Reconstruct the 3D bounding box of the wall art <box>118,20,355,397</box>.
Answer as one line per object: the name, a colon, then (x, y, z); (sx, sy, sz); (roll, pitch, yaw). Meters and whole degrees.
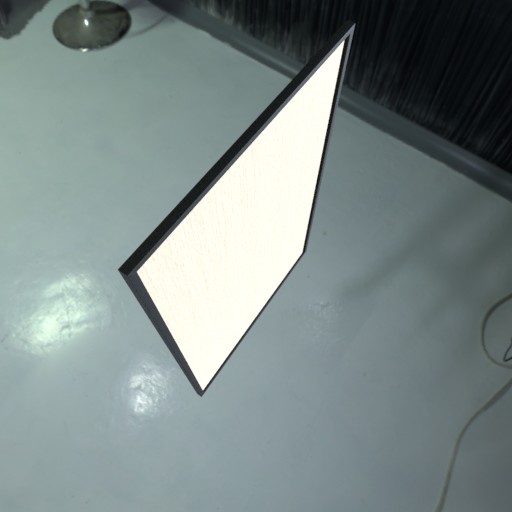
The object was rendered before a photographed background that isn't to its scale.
wall art: (0.000, 0.000, 0.807); (0.013, 0.657, 0.457); (31, 67, 15)
